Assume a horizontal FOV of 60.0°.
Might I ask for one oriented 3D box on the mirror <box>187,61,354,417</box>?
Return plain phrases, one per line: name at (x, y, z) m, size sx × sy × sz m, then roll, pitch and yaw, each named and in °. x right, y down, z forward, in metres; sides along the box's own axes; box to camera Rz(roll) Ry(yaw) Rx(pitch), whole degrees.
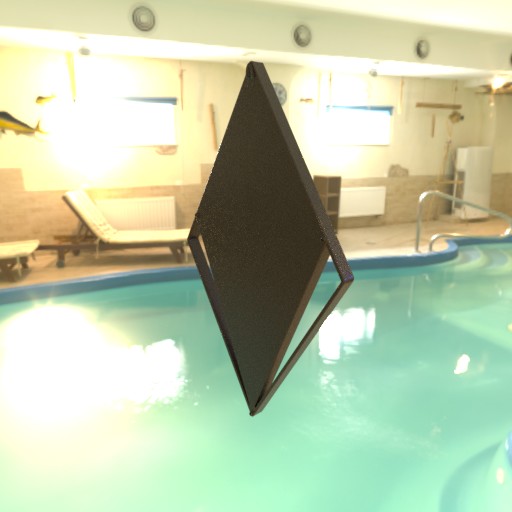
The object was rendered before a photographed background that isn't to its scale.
mirror at (0.000, 0.000, 0.834) m, size 0.032 × 0.679 × 0.419 m, roll -13°, pitch 19°, yaw -42°
